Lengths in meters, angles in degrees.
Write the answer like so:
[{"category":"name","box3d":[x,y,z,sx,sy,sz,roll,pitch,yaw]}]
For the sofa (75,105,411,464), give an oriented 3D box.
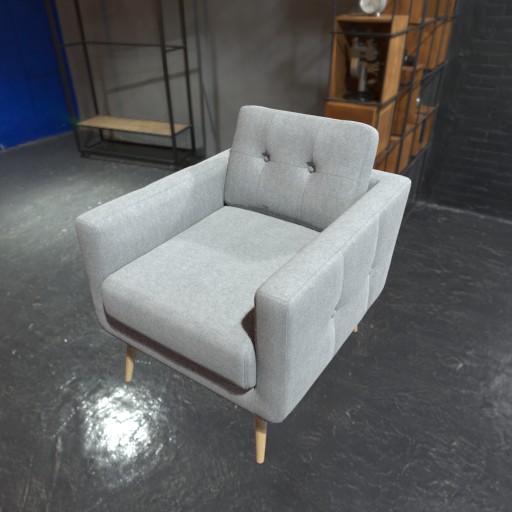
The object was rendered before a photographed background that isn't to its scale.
[{"category":"sofa","box3d":[0.000,0.000,1.557,0.770,0.860,0.920,20,37,28]}]
